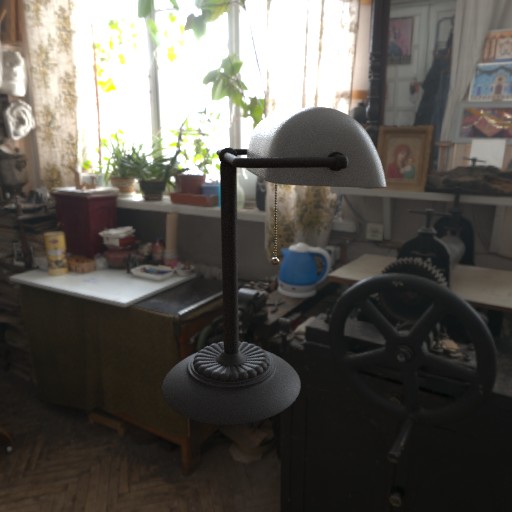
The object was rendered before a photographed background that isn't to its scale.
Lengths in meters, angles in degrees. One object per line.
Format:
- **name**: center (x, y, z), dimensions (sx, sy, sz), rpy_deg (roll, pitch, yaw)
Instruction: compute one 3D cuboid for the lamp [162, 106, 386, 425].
- **lamp**: center (0.000, 0.000, 0.538), dimensions (0.243, 0.339, 0.264), rpy_deg (-2, 15, -8)
